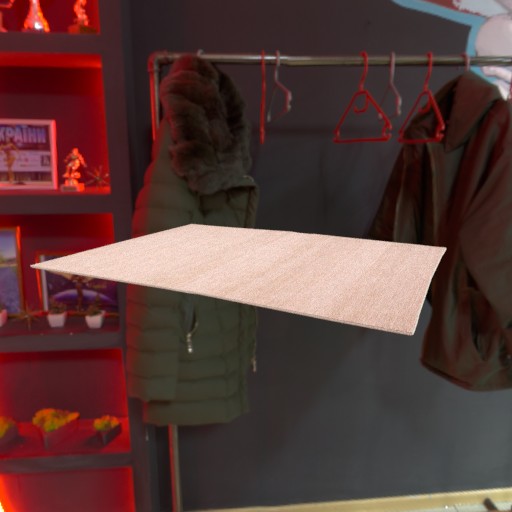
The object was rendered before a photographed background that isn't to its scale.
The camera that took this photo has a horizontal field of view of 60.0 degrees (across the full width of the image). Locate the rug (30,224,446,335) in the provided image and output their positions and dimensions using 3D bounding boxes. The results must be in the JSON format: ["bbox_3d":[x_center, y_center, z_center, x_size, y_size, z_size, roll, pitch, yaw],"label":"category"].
[{"bbox_3d":[0.000,0.000,4.216,3.202,0.045,2.434,7,15,26],"label":"rug"}]
